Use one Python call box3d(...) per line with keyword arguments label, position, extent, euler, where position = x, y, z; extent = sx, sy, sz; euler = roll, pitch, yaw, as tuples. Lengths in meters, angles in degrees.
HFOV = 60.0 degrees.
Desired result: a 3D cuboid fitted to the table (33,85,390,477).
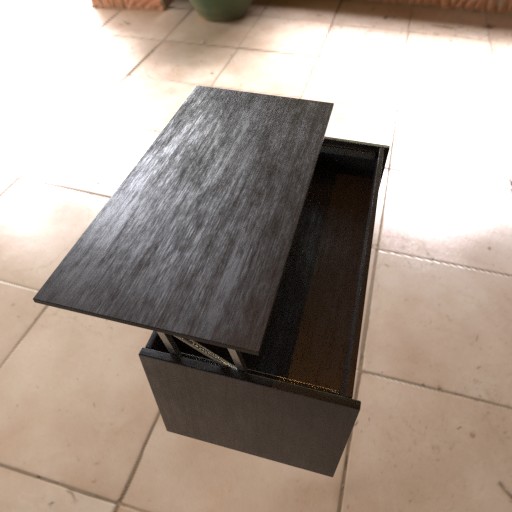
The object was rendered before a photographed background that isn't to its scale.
box3d(label="table", position=(0.000, 0.000, 1.412), extent=(0.712, 0.570, 1.000), euler=(11, 48, 10))
